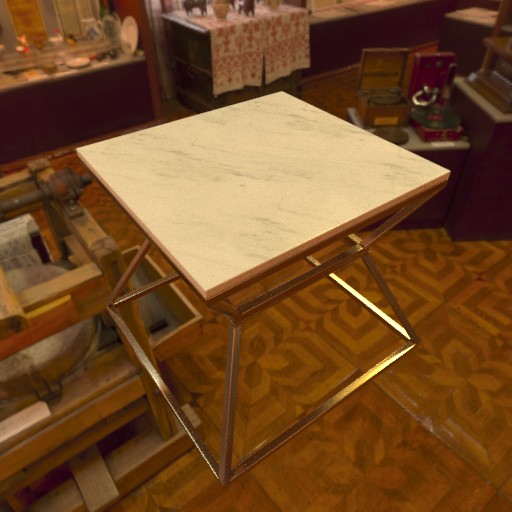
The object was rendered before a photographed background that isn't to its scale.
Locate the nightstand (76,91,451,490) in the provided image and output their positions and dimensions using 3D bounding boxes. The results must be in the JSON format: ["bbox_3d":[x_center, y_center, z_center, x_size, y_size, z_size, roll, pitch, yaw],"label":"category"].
[{"bbox_3d":[0.000,0.000,0.880,0.513,0.426,0.514,-25,47,-27],"label":"nightstand"}]
